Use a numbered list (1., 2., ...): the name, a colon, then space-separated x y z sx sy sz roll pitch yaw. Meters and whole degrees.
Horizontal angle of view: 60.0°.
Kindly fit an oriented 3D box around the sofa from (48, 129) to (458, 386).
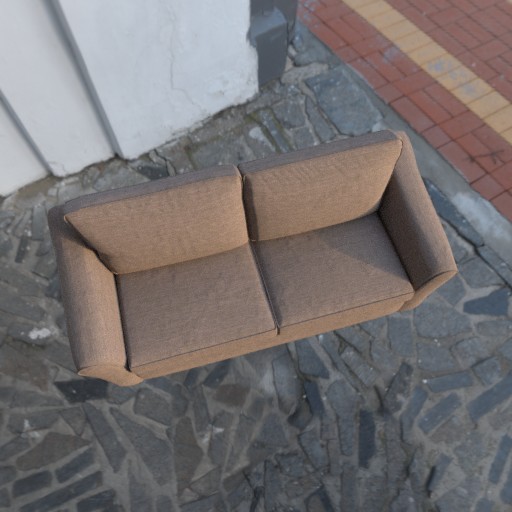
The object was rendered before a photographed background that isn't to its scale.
1. sofa: 0.000 0.000 2.742 2.270 0.965 0.980 -14 64 -7
